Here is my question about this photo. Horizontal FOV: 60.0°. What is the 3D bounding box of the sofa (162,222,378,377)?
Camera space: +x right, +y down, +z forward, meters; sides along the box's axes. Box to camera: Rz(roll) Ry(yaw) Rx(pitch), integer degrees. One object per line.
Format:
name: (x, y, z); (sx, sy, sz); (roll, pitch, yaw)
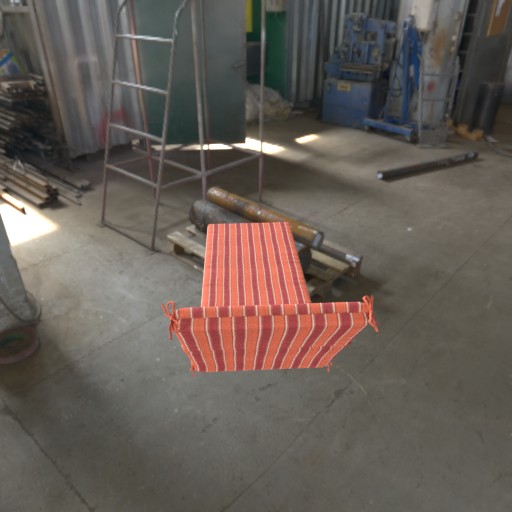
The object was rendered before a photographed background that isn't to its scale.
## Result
sofa: (0.000, 0.000, 1.970); (0.582, 0.622, 1.663); (-2, 30, -3)
